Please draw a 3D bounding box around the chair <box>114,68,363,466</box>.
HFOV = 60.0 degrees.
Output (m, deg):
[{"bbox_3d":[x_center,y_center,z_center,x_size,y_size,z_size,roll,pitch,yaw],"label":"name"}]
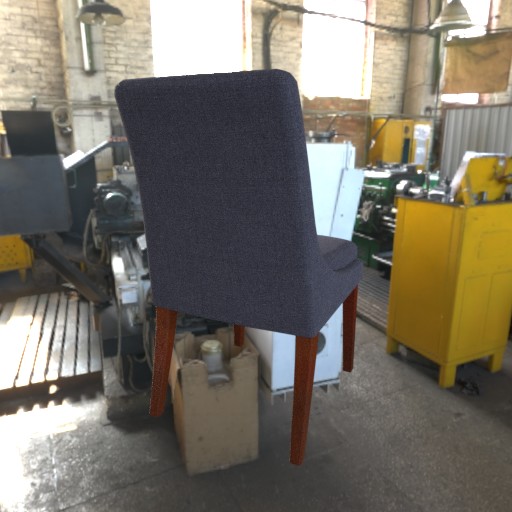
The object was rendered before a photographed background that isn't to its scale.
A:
[{"bbox_3d":[0.000,0.000,1.332,0.508,0.952,0.655,7,17,25],"label":"chair"}]
